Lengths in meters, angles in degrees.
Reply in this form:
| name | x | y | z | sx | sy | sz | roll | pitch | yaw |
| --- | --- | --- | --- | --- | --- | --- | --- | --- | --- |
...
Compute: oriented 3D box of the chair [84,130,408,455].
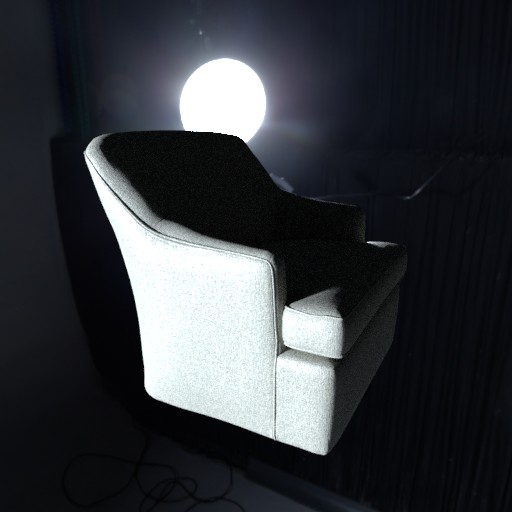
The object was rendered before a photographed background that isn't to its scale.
| name | x | y | z | sx | sy | sz | roll | pitch | yaw |
| --- | --- | --- | --- | --- | --- | --- | --- | --- | --- |
| chair | 0.000 | 0.000 | 1.576 | 0.923 | 0.856 | 0.864 | 9 | 19 | 28 |
